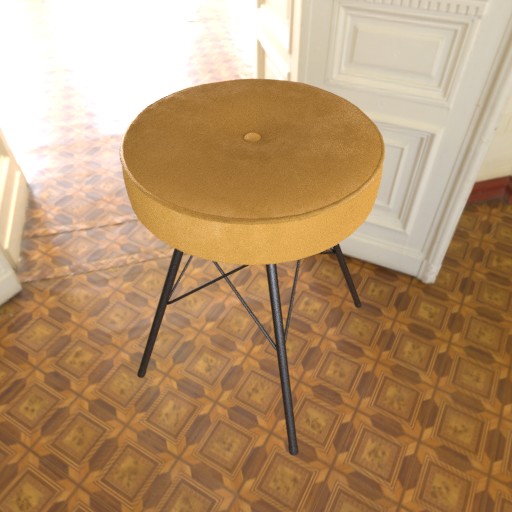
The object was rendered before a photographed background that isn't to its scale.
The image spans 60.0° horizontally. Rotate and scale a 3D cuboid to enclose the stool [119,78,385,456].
[{"bbox_3d":[0.000,0.000,0.922,0.438,0.595,0.472,22,50,20],"label":"stool"}]
